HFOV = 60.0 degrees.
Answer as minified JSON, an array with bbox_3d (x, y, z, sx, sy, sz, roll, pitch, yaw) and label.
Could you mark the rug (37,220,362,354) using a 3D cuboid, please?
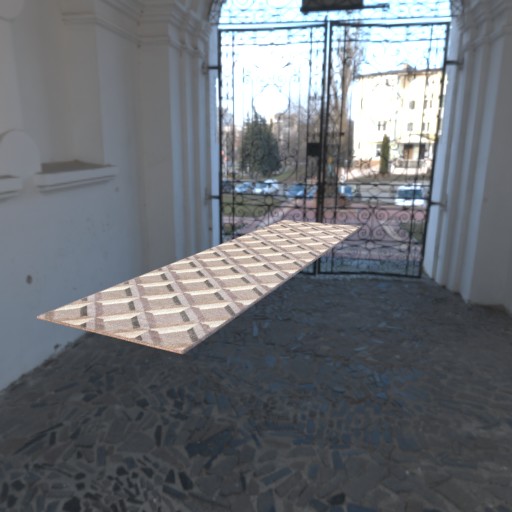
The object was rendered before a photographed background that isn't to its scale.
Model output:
[{"bbox_3d":[0.000,0.000,2.612,0.685,0.013,2.437,7,16,25],"label":"rug"}]
